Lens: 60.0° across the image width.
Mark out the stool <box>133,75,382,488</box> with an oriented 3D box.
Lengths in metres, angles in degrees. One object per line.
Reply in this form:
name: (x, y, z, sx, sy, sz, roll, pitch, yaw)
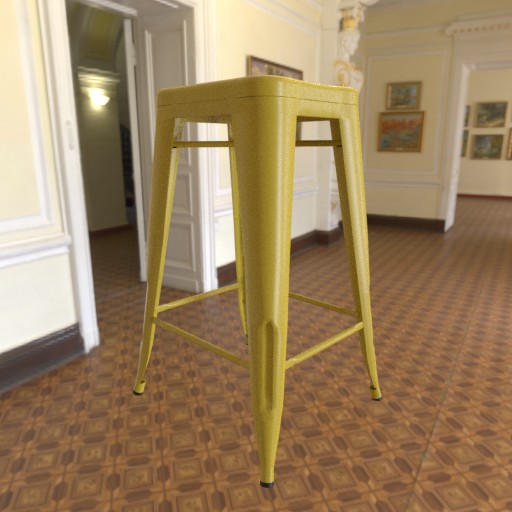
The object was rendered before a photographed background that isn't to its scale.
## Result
stool: (0.000, 0.000, 0.859, 0.399, 0.609, 0.359, 13, 19, 42)
